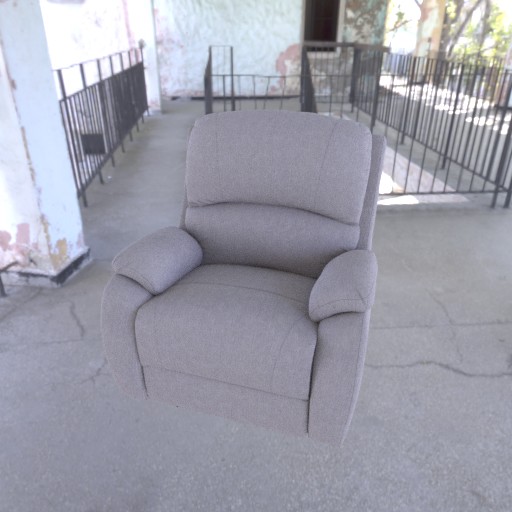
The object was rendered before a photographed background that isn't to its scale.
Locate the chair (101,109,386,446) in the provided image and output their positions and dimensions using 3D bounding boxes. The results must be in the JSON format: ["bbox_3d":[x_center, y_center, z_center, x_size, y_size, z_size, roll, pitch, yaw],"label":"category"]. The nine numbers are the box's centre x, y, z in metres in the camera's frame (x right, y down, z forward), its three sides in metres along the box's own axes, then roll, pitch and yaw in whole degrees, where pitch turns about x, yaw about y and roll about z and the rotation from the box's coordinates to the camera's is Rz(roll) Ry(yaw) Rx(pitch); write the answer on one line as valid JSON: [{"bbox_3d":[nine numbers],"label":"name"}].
[{"bbox_3d":[0.000,0.000,1.744,0.930,1.011,0.899,8,28,15],"label":"chair"}]
